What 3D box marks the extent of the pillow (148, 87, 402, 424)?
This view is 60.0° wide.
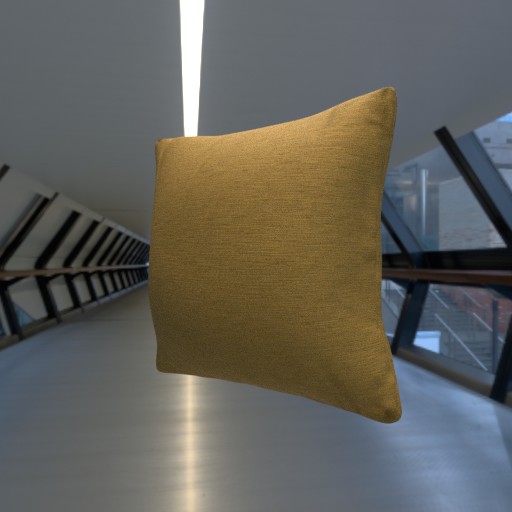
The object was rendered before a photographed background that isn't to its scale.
[{"bbox_3d":[0.000,0.000,0.670,0.435,0.417,0.247,0,0,36],"label":"pillow"}]
